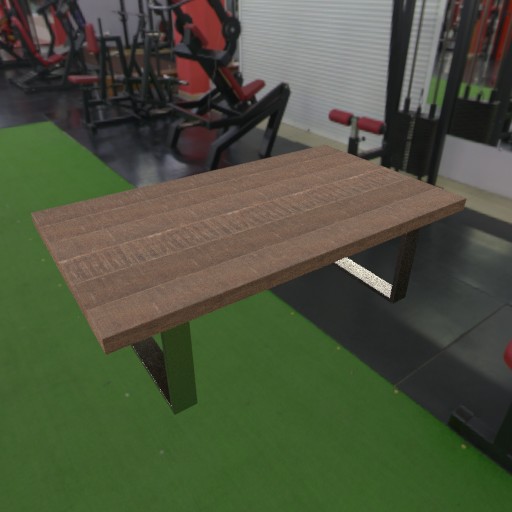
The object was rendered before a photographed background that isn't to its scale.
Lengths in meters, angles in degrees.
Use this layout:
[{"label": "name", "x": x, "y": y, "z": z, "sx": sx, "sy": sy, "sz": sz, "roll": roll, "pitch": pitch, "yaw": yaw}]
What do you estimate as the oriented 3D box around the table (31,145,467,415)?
[{"label": "table", "x": 0.000, "y": 0.000, "z": 1.750, "sx": 1.400, "sy": 0.440, "sz": 0.800, "roll": -20, "pitch": 37, "yaw": -29}]
